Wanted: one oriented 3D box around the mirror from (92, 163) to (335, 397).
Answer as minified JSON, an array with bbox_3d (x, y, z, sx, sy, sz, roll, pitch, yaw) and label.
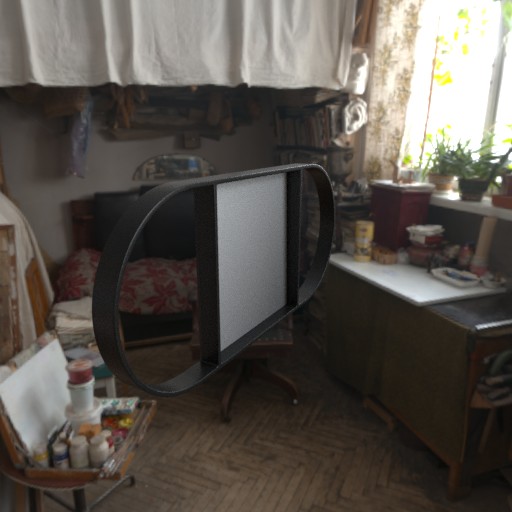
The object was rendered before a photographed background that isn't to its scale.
[{"bbox_3d":[0.000,0.000,0.672,0.032,0.254,0.584,9,18,29],"label":"mirror"}]
